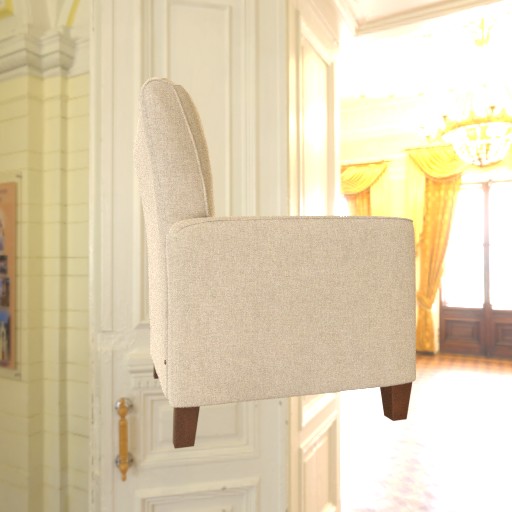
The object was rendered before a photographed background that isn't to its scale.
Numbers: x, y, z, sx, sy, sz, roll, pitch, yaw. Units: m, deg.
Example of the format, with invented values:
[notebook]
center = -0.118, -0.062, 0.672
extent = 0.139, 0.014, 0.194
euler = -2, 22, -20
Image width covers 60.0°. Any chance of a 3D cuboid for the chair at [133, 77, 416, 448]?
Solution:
[chair]
center = 0.000, 0.000, 1.629
extent = 0.859, 1.023, 0.845
euler = 0, 0, -17
